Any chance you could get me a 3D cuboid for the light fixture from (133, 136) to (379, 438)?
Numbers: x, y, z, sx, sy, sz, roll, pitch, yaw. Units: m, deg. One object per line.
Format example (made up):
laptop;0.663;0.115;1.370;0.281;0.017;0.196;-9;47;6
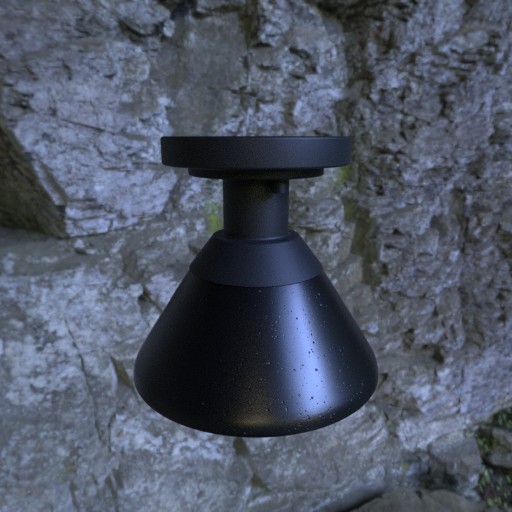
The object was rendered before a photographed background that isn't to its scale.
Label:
light fixture;0.000;0.000;0.352;0.200;0.183;0.200;0;15;0
